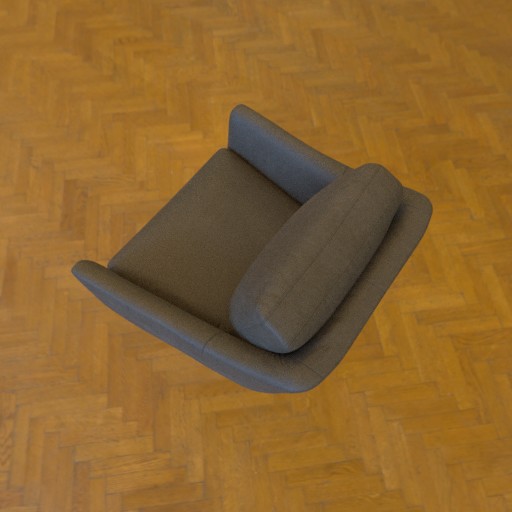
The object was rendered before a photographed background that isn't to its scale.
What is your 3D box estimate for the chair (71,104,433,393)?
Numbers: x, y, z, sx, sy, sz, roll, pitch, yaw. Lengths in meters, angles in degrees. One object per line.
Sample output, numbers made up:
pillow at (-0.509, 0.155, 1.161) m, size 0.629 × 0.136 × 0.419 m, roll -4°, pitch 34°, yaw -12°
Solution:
chair at (0.000, 0.000, 1.739) m, size 0.961 × 0.901 × 0.988 m, roll 34°, pitch 69°, yaw 15°
